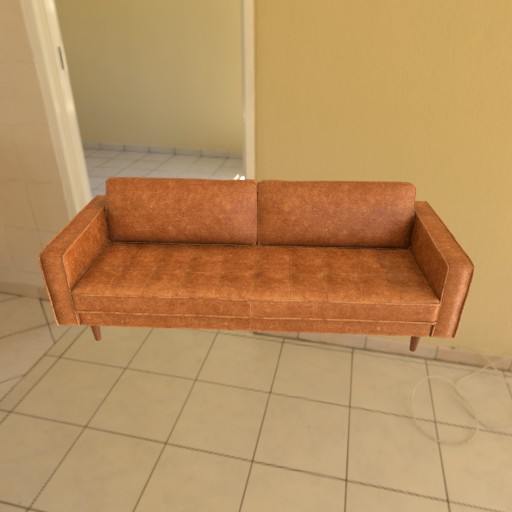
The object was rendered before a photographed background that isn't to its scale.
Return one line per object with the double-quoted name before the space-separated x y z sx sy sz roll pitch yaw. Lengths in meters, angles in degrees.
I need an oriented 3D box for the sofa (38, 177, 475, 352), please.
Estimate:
"sofa" 0.000 0.000 2.636 2.199 0.779 0.886 1 29 3
